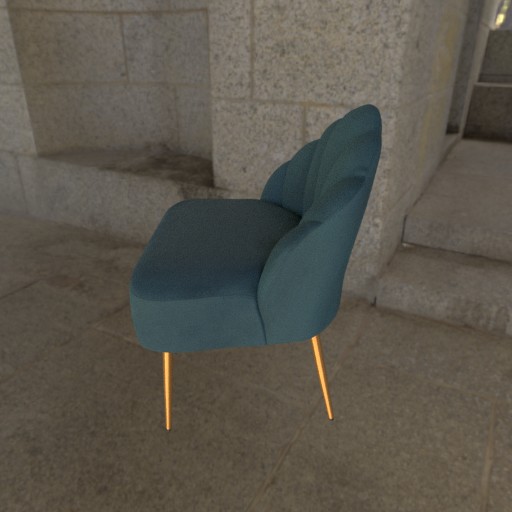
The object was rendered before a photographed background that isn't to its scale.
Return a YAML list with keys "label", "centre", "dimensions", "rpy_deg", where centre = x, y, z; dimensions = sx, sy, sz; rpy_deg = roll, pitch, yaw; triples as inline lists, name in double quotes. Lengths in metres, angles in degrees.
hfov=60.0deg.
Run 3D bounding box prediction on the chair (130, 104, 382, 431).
- label: "chair"
  centre: [0.000, 0.000, 1.261]
  dimensions: [0.599, 0.819, 0.657]
  rpy_deg: [0, 25, 0]
